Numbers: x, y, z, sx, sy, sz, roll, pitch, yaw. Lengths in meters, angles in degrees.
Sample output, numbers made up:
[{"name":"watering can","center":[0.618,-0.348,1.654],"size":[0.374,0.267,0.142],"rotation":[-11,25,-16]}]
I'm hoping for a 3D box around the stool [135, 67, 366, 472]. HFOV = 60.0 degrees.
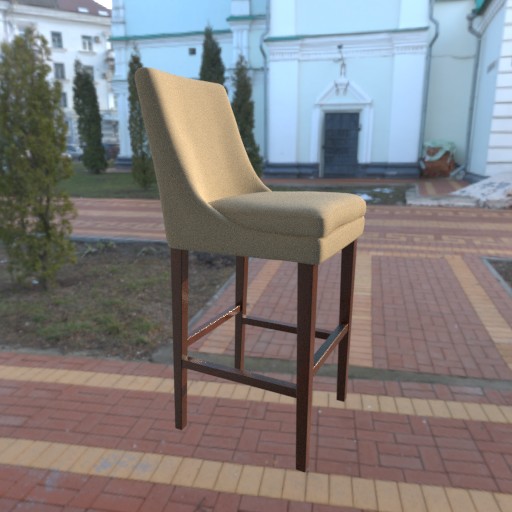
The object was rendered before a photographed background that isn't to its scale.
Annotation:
[{"name":"stool","center":[0.000,0.000,1.380],"size":[0.577,1.078,0.470],"rotation":[7,15,26]}]
